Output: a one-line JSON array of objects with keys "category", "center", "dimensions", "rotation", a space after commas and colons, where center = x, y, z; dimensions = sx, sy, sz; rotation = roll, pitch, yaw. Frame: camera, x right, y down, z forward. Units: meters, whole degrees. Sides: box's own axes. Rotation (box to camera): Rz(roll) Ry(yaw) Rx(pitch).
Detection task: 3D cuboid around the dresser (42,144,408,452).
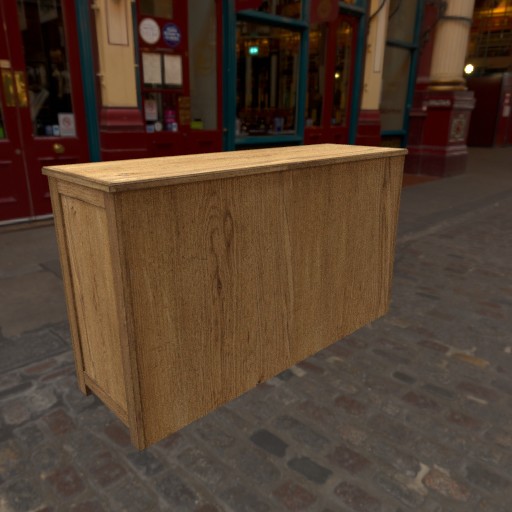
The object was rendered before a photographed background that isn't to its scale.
[{"category": "dresser", "center": [0.000, 0.000, 2.110], "dimensions": [1.657, 0.932, 0.563], "rotation": [-17, 24, -41]}]
